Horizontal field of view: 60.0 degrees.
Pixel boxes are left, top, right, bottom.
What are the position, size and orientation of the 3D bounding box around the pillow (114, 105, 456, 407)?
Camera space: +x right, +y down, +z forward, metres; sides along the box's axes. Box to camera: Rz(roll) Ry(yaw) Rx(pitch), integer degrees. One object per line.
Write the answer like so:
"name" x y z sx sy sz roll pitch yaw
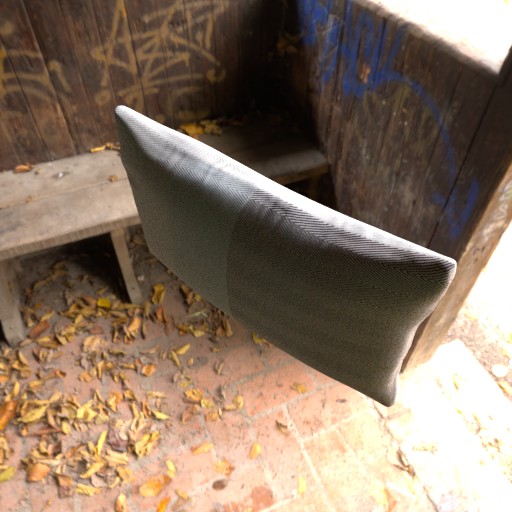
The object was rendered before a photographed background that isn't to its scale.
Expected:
"pillow" 0.000 0.000 0.635 0.506 0.305 0.139 30 54 25
